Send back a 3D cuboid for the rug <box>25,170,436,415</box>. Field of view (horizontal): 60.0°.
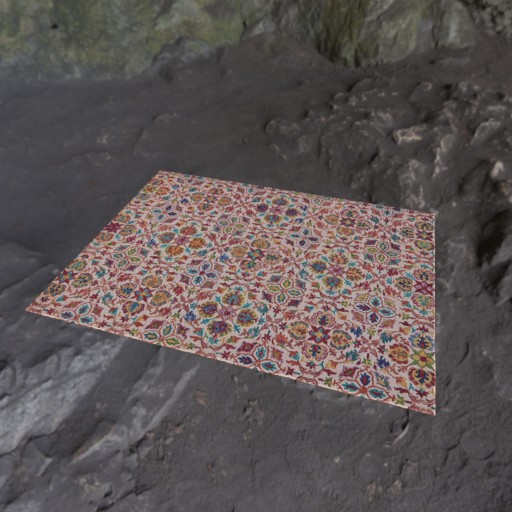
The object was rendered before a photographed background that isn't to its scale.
[{"bbox_3d":[0.000,0.000,4.168,3.215,0.020,2.446,11,41,13],"label":"rug"}]
